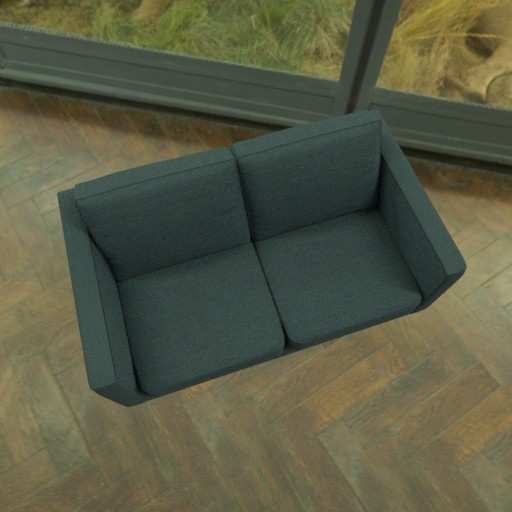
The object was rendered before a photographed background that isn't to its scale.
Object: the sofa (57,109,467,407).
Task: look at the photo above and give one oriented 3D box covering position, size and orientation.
[{"bbox_3d":[0.000,0.000,2.234,1.659,0.907,0.999,-17,66,-8],"label":"sofa"}]
